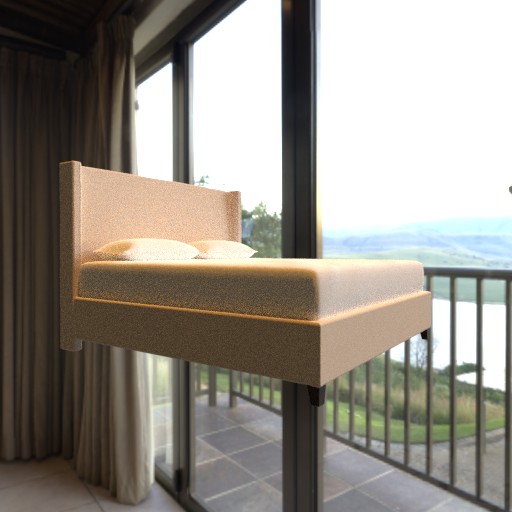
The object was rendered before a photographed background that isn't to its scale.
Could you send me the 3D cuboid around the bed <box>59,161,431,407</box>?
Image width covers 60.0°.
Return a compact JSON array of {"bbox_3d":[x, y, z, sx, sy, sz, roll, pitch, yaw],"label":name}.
[{"bbox_3d":[0.000,0.000,3.711,2.293,1.471,2.145,0,1,35],"label":"bed"}]
